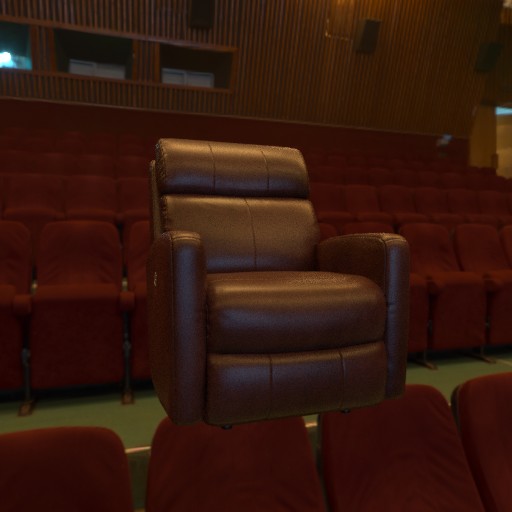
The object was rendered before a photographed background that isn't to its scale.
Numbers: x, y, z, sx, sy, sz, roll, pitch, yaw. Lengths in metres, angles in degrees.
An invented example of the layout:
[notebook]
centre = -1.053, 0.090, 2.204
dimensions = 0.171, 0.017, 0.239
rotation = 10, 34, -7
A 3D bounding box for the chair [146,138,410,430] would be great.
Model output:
[chair]
centre = 0.000, 0.000, 1.689
dimensions = 0.787, 1.016, 0.939
rotation = 0, 1, -19
